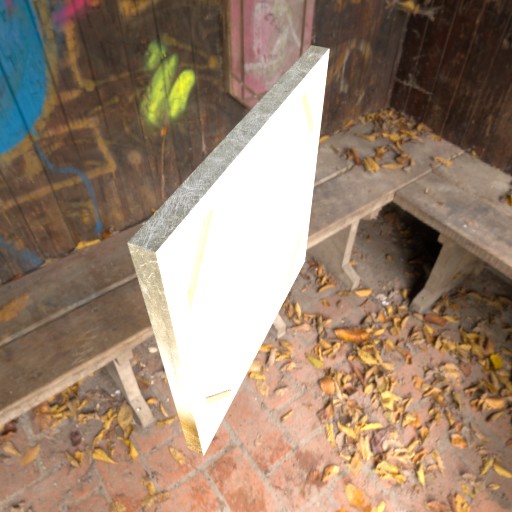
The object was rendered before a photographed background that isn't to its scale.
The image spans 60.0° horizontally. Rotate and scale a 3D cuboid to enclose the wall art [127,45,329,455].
[{"bbox_3d":[0.000,0.000,0.900,0.038,0.610,0.610,18,49,17],"label":"wall art"}]
